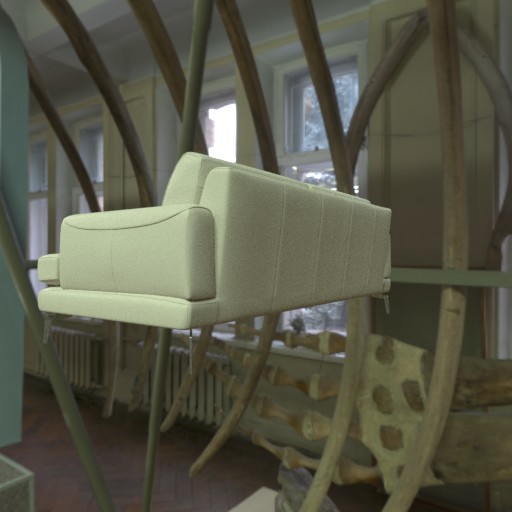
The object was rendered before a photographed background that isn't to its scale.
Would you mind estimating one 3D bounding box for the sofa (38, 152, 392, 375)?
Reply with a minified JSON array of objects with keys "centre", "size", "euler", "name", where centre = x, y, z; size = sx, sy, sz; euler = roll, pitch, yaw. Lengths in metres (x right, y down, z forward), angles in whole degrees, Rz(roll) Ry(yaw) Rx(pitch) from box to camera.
[{"centre":[0.000,0.000,2.419],"size":[0.974,0.765,1.940],"euler":[0,0,36],"name":"sofa"}]
